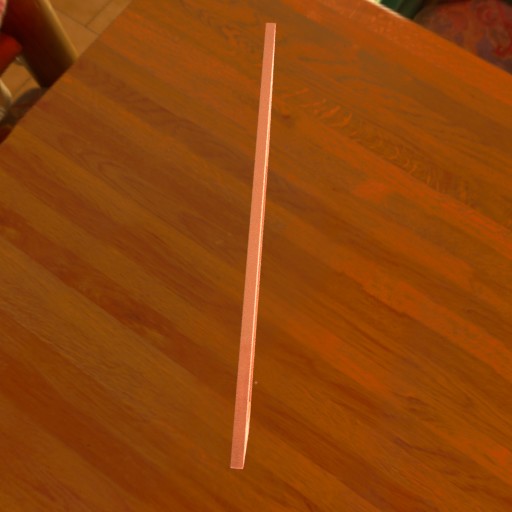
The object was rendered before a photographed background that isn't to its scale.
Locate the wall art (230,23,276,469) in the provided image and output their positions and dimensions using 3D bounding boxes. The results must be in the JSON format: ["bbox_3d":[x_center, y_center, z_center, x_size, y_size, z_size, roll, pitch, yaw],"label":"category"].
[{"bbox_3d":[0.000,0.000,1.930,0.038,1.012,1.525,4,74,1],"label":"wall art"}]
